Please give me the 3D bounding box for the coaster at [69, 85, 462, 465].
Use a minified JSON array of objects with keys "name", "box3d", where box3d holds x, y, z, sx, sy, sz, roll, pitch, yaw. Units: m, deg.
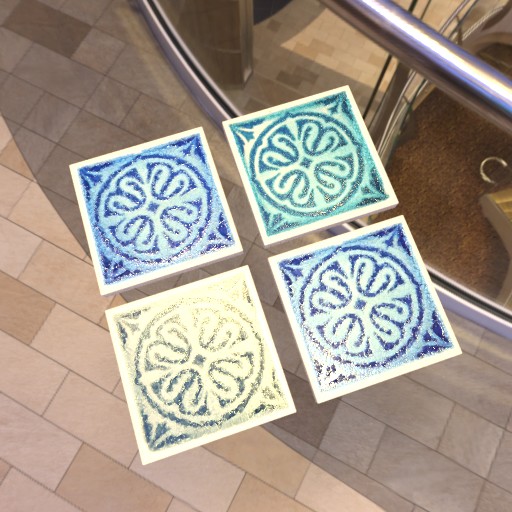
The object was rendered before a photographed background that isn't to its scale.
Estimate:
[{"name":"coaster","box3d":[0.000,0.000,0.314,0.219,0.010,0.214,-18,77,-4]}]
